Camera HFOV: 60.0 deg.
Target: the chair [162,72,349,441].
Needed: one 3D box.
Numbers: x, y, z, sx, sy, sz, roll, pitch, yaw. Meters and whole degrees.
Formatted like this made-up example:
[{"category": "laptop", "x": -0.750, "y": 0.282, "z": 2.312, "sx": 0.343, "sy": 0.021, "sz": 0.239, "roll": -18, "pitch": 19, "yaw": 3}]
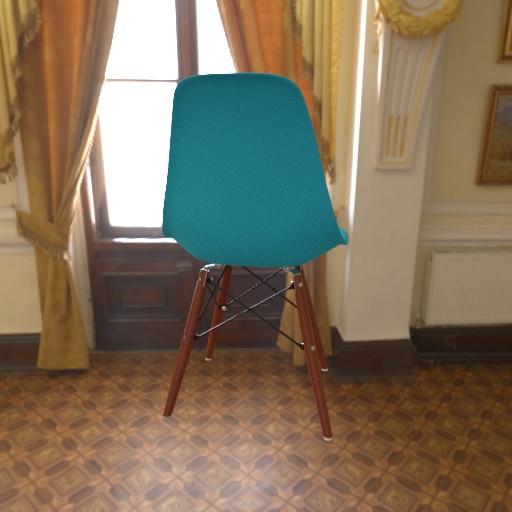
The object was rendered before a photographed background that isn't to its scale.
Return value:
[{"category": "chair", "x": 0.000, "y": 0.000, "z": 1.150, "sx": 0.470, "sy": 0.826, "sz": 0.533, "roll": 3, "pitch": 16, "yaw": 9}]
